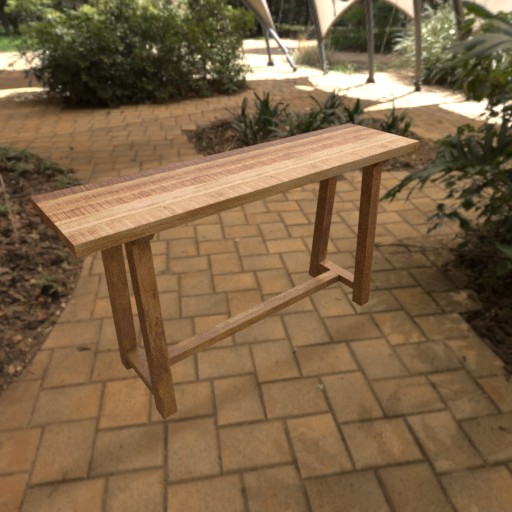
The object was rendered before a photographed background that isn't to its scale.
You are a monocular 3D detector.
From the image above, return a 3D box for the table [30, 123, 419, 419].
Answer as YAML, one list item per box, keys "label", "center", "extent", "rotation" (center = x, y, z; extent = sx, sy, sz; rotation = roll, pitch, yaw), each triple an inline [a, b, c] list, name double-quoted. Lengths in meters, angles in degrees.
- label: "table"
  center: [0.000, 0.000, 1.895]
  extent: [1.524, 0.810, 0.405]
  rotation: [-22, 37, -32]
